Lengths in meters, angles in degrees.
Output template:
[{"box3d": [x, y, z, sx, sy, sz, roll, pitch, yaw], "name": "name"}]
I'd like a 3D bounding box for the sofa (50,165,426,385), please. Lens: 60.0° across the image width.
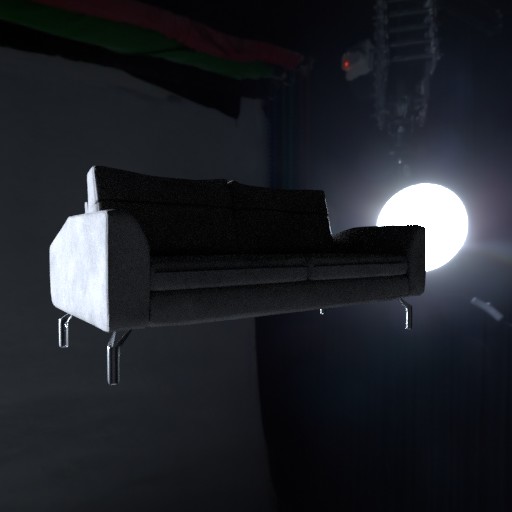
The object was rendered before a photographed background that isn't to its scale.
[{"box3d": [0.000, 0.000, 2.322, 1.837, 0.859, 0.849, -1, 2, -37], "name": "sofa"}]
